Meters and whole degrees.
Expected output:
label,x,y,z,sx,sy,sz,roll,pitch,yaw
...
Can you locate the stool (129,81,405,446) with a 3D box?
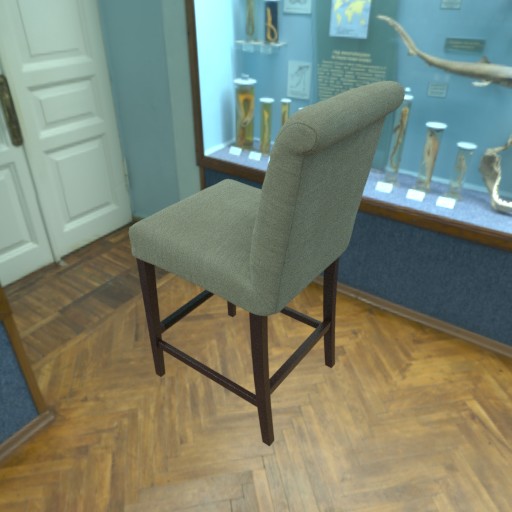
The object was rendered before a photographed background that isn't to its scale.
label,x,y,z,sx,sy,sz,roll,pitch,yaw
stool,0.000,0.000,1.436,0.660,1.084,0.486,21,38,30
